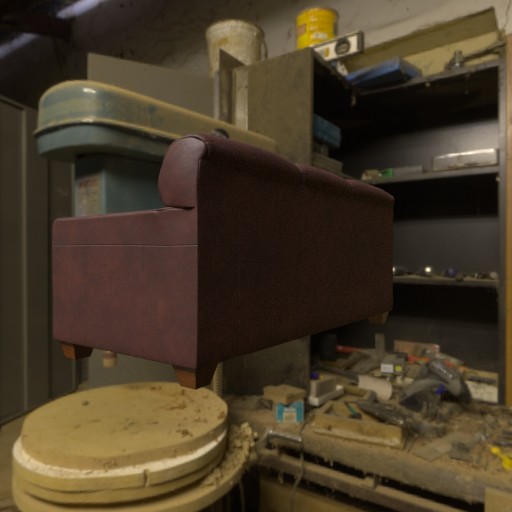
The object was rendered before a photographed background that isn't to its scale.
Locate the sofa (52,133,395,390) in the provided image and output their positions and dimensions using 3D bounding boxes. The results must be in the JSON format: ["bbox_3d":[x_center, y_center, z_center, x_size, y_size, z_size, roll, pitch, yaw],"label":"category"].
[{"bbox_3d":[0.000,0.000,2.620,1.008,0.953,2.039,0,0,36],"label":"sofa"}]
